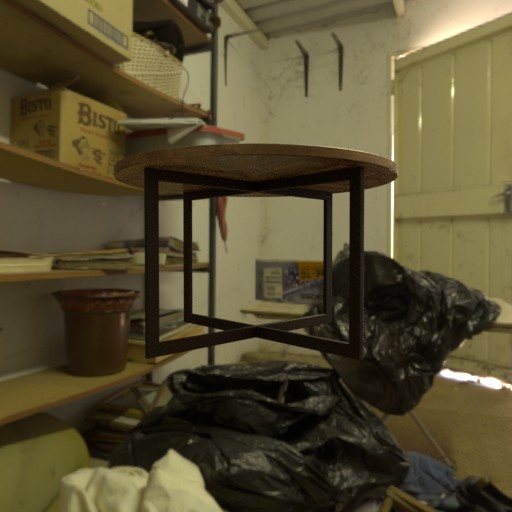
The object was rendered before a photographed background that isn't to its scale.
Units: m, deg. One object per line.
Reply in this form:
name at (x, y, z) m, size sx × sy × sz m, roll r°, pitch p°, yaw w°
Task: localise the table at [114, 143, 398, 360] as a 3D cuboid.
table at (0.000, 0.000, 2.076) m, size 1.264 × 0.762 × 1.264 m, roll 0°, pitch 1°, yaw 0°
